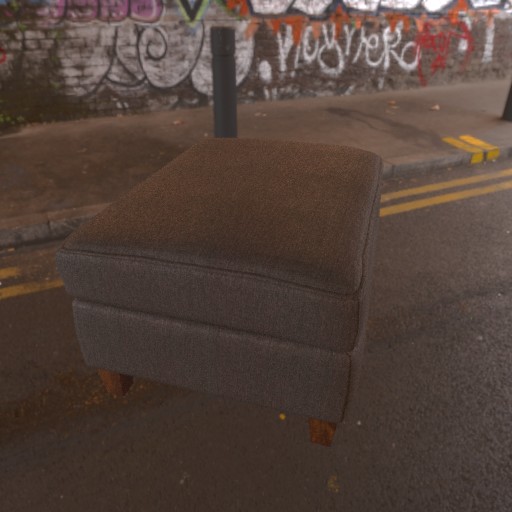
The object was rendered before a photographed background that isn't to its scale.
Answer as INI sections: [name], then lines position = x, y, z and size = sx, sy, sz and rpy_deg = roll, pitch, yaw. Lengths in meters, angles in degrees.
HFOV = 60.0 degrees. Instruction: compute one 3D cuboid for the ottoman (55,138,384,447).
[ottoman]
position = 0.000, 0.000, 1.233
size = 0.639, 0.496, 0.826
rpy_deg = 8, 32, 14
